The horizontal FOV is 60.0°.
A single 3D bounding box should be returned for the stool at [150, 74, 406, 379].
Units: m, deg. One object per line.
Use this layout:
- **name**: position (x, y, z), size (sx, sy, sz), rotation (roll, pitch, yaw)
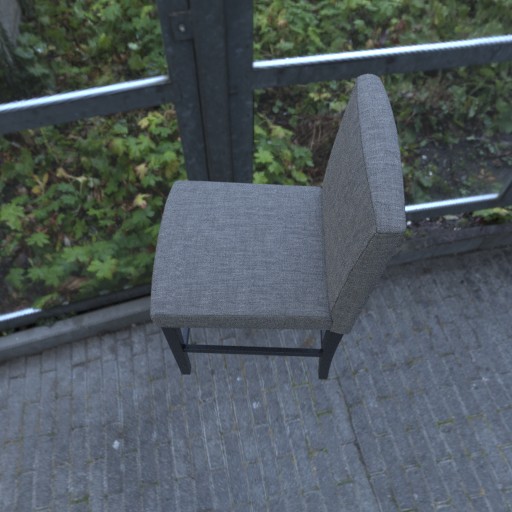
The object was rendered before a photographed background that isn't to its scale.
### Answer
- **stool**: position (0.000, 0.000, 1.274), size (0.552, 0.966, 0.451), rotation (2, 58, 1)
